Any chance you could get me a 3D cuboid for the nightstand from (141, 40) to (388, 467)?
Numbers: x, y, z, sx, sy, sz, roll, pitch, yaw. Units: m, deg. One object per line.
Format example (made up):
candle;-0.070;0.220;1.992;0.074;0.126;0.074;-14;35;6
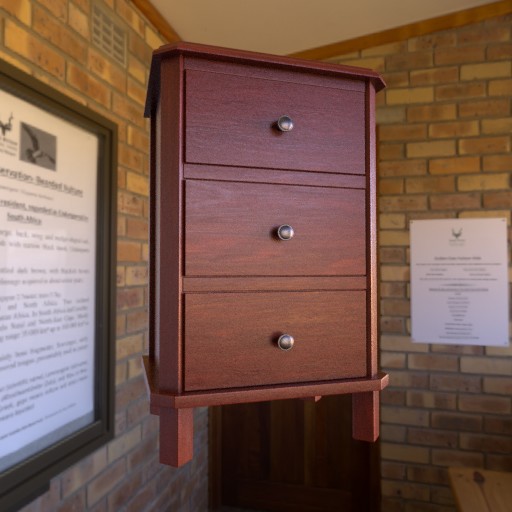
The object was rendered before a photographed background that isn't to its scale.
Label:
nightstand;0.000;0.000;0.904;0.435;0.681;0.351;0;-2;-17
